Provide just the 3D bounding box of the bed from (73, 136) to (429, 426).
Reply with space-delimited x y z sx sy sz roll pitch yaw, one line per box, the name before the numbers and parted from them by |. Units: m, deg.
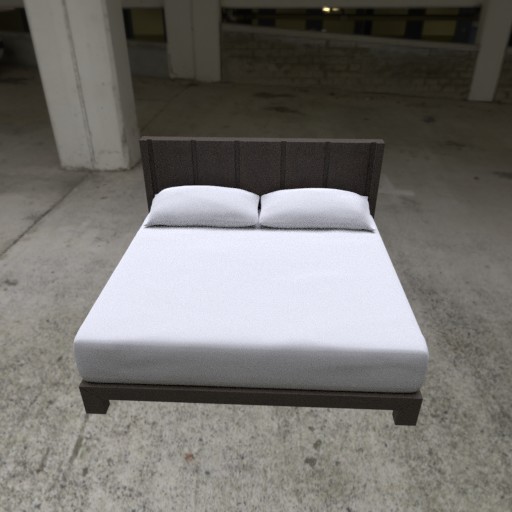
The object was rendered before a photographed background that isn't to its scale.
bed | 0.000 0.000 3.400 2.134 1.270 2.012 1 30 2
